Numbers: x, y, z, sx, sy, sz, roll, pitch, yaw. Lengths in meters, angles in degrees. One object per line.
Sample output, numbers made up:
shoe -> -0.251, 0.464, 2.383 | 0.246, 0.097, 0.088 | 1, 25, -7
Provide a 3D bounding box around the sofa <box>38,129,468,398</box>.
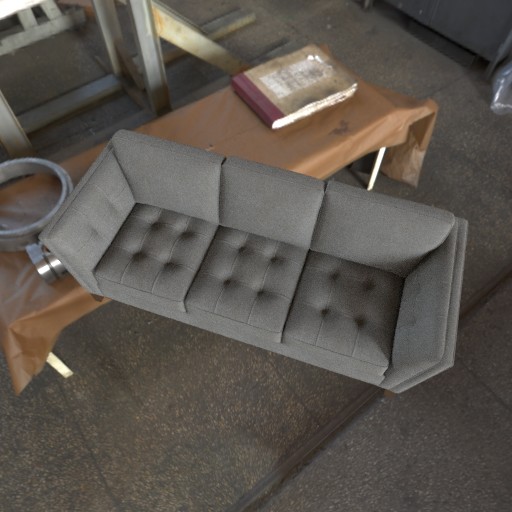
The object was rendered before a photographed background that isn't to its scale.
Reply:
sofa -> 0.000, 0.000, 2.892 | 2.387, 0.940, 0.965 | 16, 59, 10
